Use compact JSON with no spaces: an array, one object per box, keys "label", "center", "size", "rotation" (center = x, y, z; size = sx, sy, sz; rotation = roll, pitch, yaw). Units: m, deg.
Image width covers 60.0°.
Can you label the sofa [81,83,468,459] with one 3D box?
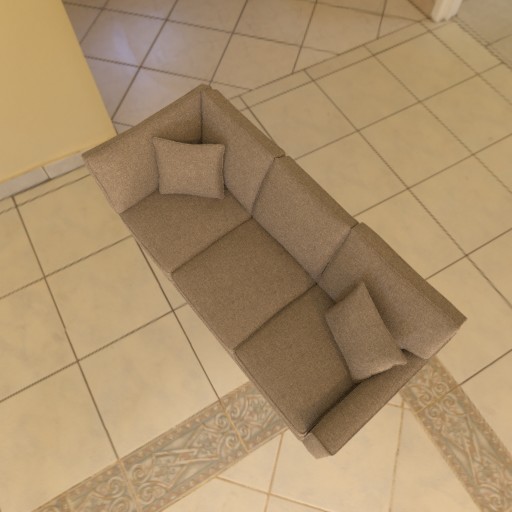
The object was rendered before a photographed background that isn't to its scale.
[{"label":"sofa","center":[0.000,0.000,2.864],"size":[1.061,0.962,2.317],"rotation":[-37,69,-17]}]
